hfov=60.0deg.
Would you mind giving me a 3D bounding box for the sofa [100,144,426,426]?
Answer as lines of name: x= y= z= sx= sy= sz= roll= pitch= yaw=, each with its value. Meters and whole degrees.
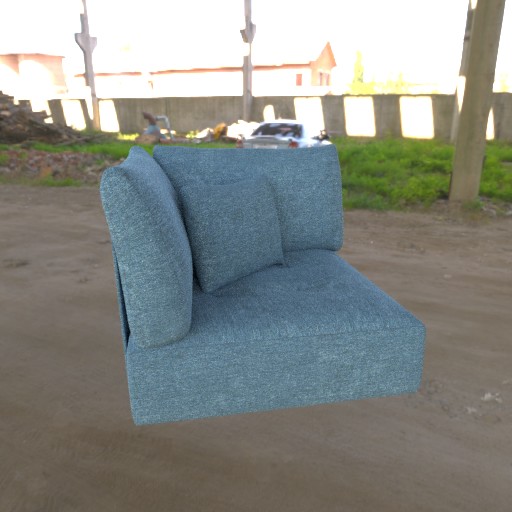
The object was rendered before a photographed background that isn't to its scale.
sofa: x=0.000 y=0.000 z=1.769 sx=1.000 sy=0.820 sz=1.000 roll=-3 pitch=17 yaw=-10
